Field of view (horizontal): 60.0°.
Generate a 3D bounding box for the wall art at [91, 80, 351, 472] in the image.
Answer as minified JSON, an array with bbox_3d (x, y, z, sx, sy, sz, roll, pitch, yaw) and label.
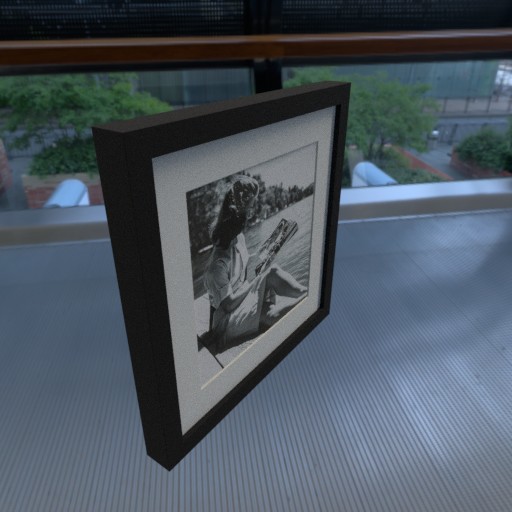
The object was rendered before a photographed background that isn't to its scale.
[{"bbox_3d":[0.000,0.000,0.451,0.030,0.305,0.308,19,33,32],"label":"wall art"}]
